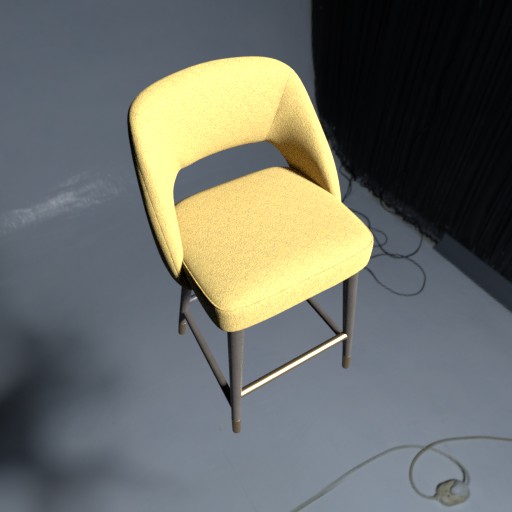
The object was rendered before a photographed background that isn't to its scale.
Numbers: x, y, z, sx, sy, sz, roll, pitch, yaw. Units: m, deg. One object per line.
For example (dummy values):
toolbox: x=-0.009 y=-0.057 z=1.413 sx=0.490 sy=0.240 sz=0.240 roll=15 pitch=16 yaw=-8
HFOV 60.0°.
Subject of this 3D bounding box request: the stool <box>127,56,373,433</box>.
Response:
stool: x=0.000 y=0.000 z=1.284 sx=0.536 sy=0.939 sz=0.522 roll=-24 pitch=52 yaw=-20
